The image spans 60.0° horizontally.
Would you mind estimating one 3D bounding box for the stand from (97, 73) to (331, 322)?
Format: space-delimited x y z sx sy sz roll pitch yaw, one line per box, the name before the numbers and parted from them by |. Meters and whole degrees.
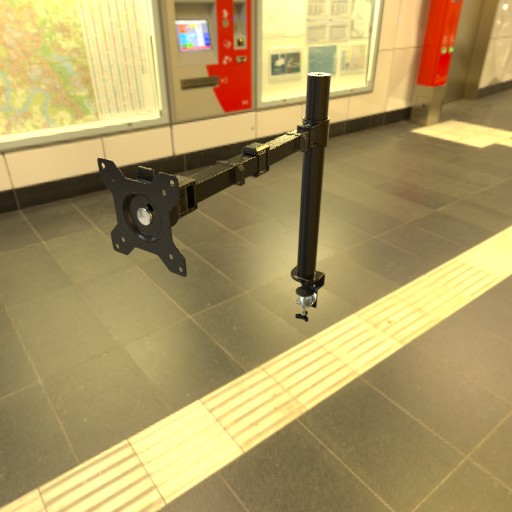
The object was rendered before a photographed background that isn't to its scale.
stand | 0.000 0.000 0.722 0.115 0.510 0.456 18 34 28
